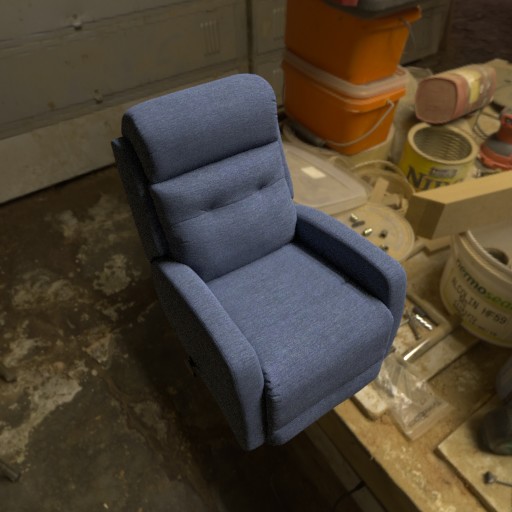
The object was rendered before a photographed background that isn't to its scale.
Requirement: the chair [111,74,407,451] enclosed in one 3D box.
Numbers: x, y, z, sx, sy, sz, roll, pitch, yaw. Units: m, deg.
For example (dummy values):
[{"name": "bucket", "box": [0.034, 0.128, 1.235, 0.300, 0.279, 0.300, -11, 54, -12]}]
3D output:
[{"name": "chair", "box": [0.000, 0.000, 1.714, 0.798, 1.013, 1.043, -25, 51, -22]}]
